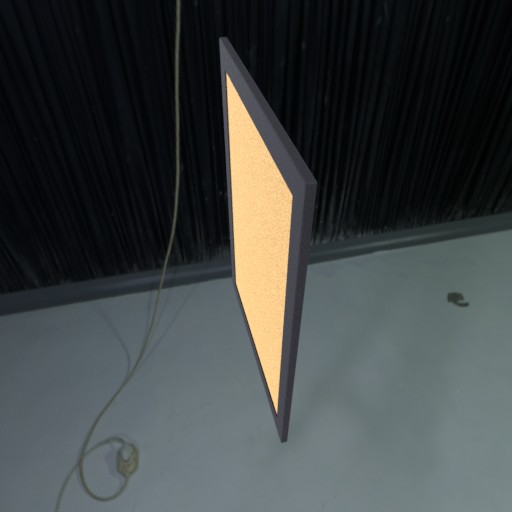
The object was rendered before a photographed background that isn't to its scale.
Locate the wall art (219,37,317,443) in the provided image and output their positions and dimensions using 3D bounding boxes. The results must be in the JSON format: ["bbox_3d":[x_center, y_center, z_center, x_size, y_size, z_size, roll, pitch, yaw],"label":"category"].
[{"bbox_3d":[0.000,0.000,0.694,0.012,0.529,0.374,-11,45,-11],"label":"wall art"}]
